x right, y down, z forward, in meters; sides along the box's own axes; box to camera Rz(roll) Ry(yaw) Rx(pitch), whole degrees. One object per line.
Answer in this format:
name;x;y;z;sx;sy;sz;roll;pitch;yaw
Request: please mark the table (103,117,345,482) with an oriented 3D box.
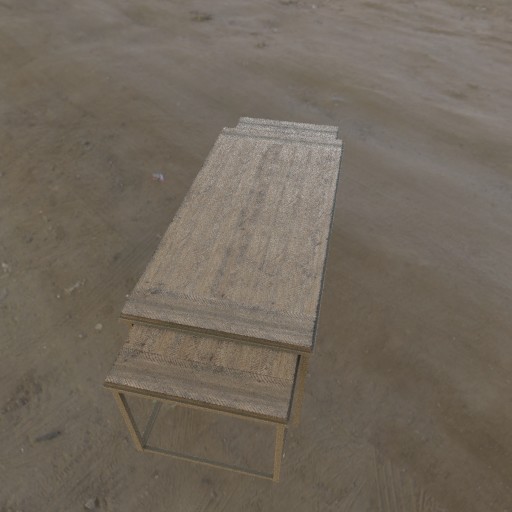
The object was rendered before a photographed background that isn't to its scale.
table;0.000;0.000;1.552;0.489;0.427;1.312;9;45;9
